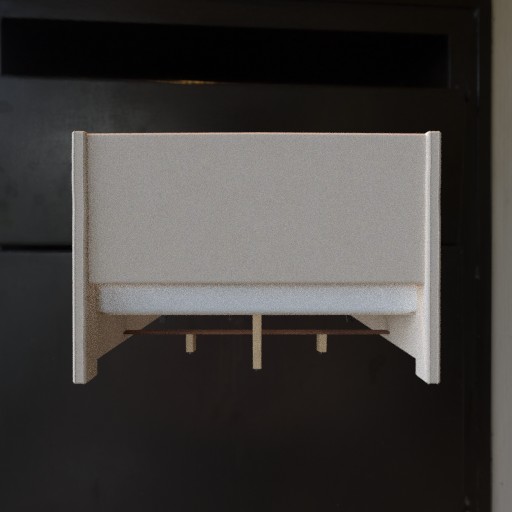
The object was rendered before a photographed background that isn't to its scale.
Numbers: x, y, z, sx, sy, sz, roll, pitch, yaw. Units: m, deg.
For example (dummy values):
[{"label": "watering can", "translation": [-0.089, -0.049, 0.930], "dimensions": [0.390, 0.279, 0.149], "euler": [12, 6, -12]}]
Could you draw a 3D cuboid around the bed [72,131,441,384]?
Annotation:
[{"label": "bed", "translation": [0.000, 0.000, 3.711], "dimensions": [2.145, 1.471, 2.293], "euler": [0, 1, 0]}]
